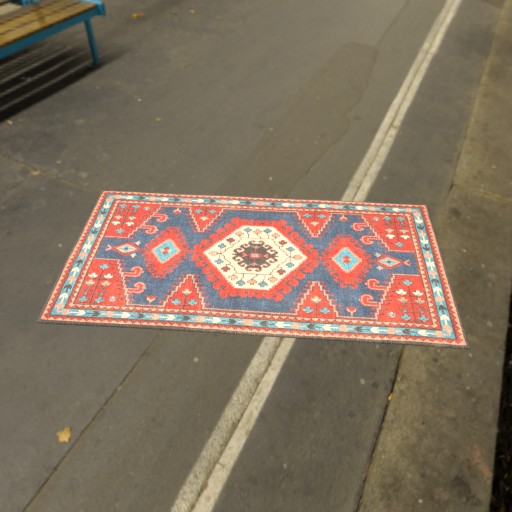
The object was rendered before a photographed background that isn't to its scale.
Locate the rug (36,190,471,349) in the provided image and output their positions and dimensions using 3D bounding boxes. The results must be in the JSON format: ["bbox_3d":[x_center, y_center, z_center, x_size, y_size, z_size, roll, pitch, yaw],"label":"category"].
[{"bbox_3d":[0.000,0.000,3.599,3.032,0.034,1.522,3,46,3],"label":"rug"}]
